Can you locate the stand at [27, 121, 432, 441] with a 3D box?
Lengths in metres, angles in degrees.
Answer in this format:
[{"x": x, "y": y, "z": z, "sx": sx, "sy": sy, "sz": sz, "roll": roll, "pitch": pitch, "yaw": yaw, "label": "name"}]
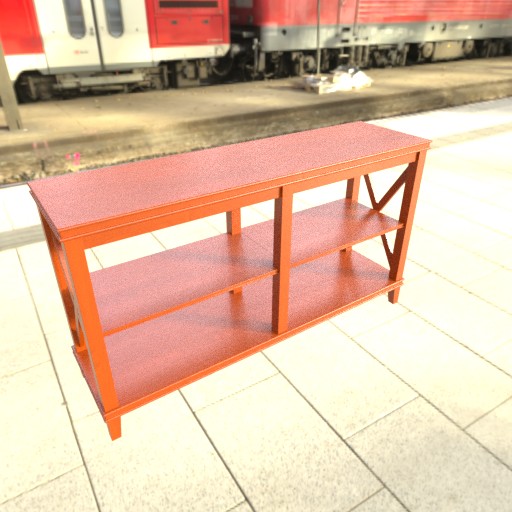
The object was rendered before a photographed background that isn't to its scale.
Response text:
[{"x": 0.000, "y": 0.000, "z": 1.687, "sx": 1.372, "sy": 0.762, "sz": 0.381, "roll": -19, "pitch": 35, "yaw": -29, "label": "stand"}]
